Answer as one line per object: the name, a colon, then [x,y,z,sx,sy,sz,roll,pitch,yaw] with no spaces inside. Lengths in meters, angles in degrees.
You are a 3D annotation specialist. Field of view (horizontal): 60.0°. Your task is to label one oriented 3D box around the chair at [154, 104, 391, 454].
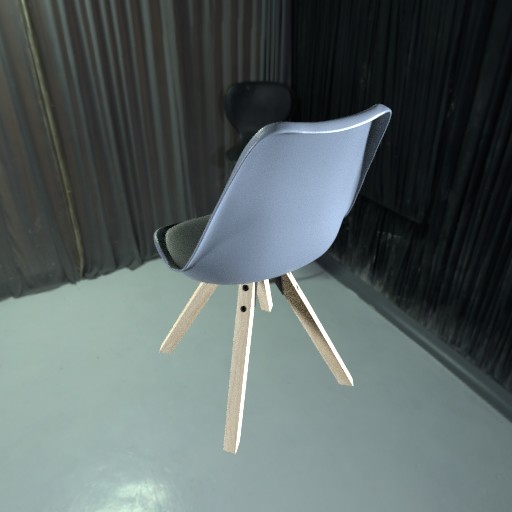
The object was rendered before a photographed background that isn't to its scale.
chair: [0.000,0.000,1.177,0.485,0.850,0.550,-19,37,-28]
